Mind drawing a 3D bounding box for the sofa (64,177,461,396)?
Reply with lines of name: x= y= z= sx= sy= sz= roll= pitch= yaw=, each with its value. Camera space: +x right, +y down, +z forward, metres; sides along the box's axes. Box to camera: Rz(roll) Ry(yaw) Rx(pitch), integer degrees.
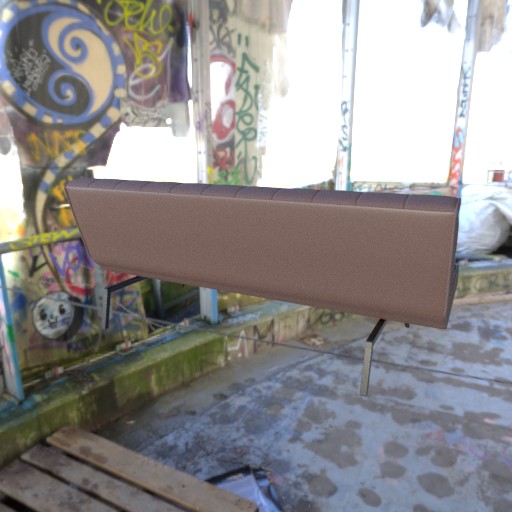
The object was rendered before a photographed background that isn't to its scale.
sofa: x=0.000 y=0.000 z=2.068 sx=1.703 sy=0.699 sz=0.747 roll=7 pitch=16 yaw=26
